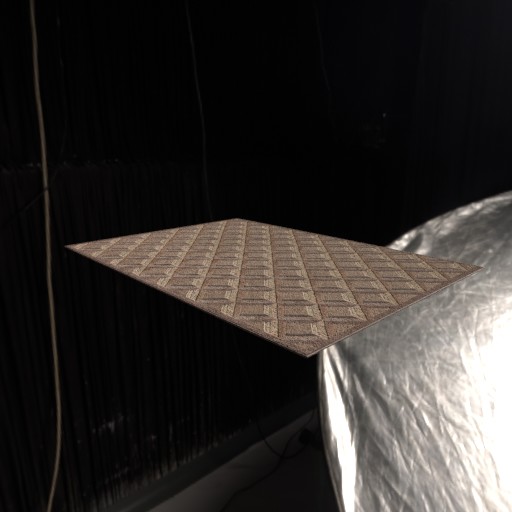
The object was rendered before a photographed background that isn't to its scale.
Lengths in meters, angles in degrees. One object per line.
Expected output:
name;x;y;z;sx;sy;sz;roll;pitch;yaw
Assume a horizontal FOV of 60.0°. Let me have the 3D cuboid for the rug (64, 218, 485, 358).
rug;0.000;0.000;4.226;2.382;0.018;3.294;-14;20;-41
